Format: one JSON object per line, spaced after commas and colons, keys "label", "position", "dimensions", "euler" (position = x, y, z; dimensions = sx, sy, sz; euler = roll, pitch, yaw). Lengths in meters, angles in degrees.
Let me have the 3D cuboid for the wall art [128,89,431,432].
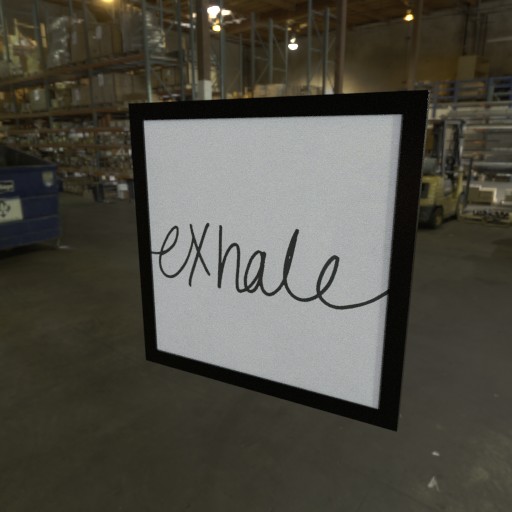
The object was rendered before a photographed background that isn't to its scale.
{"label": "wall art", "position": [0.000, 0.000, 0.660], "dimensions": [0.446, 0.445, 0.014], "euler": [7, 16, 26]}
